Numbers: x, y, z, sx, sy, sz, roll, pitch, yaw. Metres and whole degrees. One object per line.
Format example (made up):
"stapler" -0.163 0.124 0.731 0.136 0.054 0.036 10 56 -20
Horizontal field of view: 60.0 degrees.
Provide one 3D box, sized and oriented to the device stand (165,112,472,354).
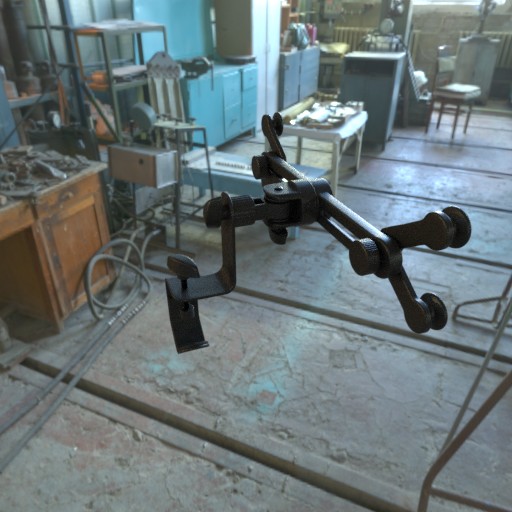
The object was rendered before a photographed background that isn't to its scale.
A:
"device stand" 0.000 0.000 0.358 0.142 0.166 0.270 -11 32 -18
